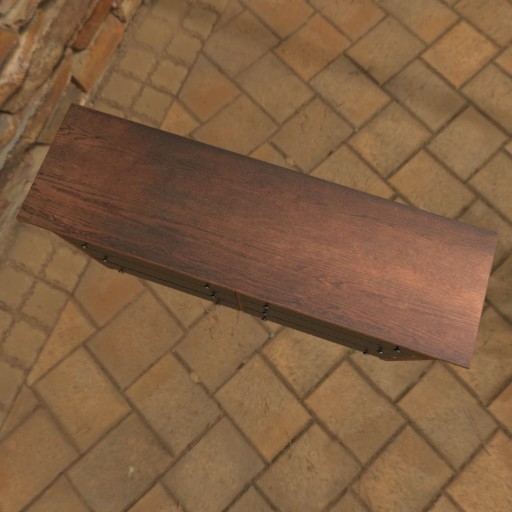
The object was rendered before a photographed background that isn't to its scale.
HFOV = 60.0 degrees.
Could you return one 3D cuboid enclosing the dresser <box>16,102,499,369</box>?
[{"bbox_3d":[0.000,0.000,1.891,1.551,0.856,0.463,18,77,4],"label":"dresser"}]
